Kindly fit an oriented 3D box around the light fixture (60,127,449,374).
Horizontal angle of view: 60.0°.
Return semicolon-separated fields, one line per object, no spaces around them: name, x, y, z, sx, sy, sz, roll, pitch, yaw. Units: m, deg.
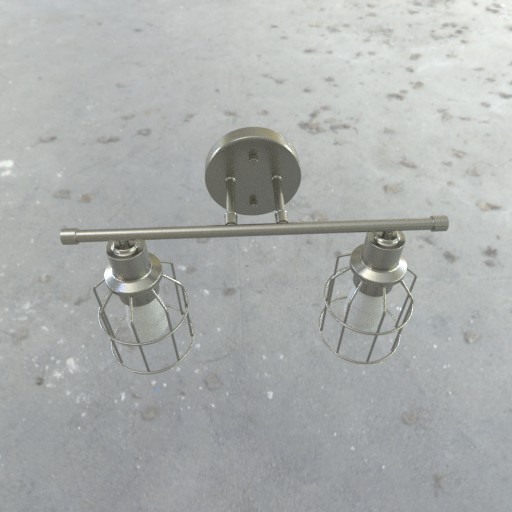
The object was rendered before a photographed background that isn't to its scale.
light fixture;0.000;0.000;0.538;0.406;0.254;0.165;-2;47;-2
